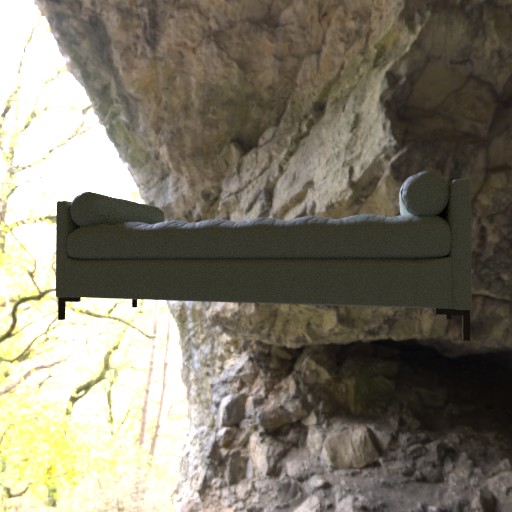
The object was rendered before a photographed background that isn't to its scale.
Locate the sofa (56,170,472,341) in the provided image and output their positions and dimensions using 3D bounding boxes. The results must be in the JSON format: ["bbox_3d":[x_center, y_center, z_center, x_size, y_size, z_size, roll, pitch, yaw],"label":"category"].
[{"bbox_3d":[0.000,0.000,2.465,2.102,0.705,0.796,0,-1,18],"label":"sofa"}]
